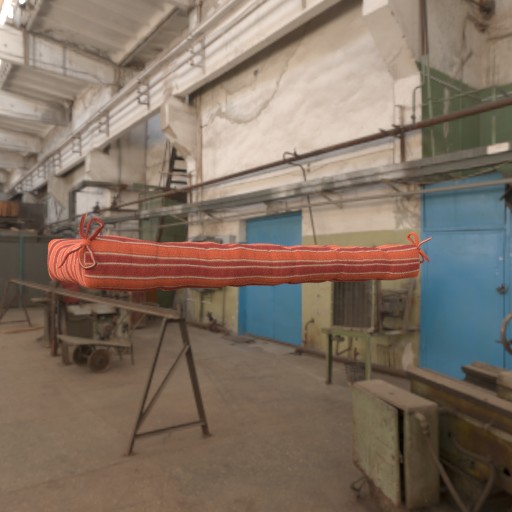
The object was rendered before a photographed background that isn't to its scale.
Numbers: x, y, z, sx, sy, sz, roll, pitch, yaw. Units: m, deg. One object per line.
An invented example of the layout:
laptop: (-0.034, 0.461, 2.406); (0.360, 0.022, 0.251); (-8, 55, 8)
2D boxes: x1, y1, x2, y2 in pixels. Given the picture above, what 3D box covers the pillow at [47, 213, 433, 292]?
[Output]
pillow: (0.000, 0.000, 1.370); (1.194, 0.174, 0.511); (0, 0, -34)
